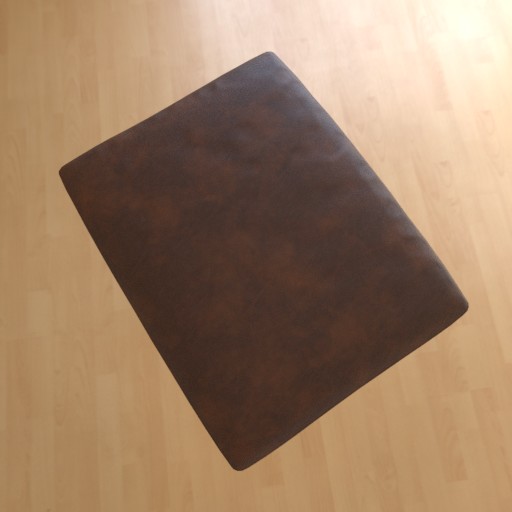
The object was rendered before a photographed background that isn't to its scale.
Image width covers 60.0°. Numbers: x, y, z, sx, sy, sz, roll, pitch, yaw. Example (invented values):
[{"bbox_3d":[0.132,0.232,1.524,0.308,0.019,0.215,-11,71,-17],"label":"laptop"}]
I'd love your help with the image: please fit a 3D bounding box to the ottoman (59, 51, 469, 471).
[{"bbox_3d":[0.000,0.000,1.093,0.586,0.486,0.742,-32,78,-8],"label":"ottoman"}]
